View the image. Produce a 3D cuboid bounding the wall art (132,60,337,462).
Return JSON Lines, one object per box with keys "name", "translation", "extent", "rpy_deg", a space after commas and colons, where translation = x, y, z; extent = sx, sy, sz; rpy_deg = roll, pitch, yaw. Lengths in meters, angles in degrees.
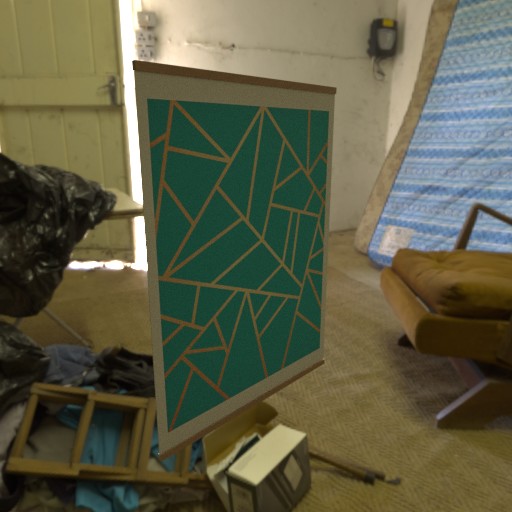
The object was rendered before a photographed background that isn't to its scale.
{"name": "wall art", "translation": [0.000, 0.000, 1.347], "extent": [0.013, 1.016, 0.758], "rpy_deg": [14, 20, 42]}
